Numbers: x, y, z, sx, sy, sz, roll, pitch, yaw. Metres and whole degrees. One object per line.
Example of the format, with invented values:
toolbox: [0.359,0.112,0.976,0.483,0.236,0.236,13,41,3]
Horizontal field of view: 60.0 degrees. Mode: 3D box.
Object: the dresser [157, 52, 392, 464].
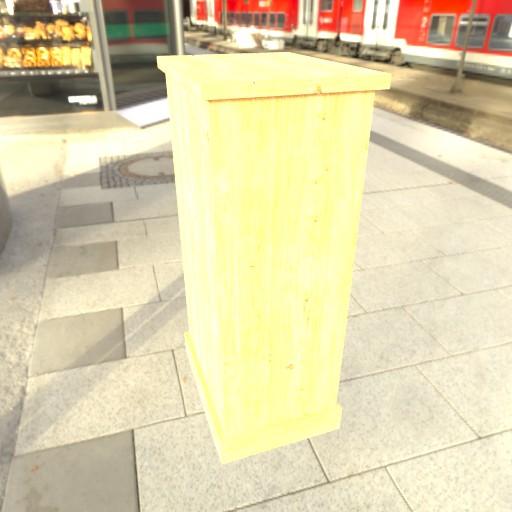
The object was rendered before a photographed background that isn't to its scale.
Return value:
dresser: [0.000,0.000,1.302,0.390,1.041,0.531,-10,31,-17]
